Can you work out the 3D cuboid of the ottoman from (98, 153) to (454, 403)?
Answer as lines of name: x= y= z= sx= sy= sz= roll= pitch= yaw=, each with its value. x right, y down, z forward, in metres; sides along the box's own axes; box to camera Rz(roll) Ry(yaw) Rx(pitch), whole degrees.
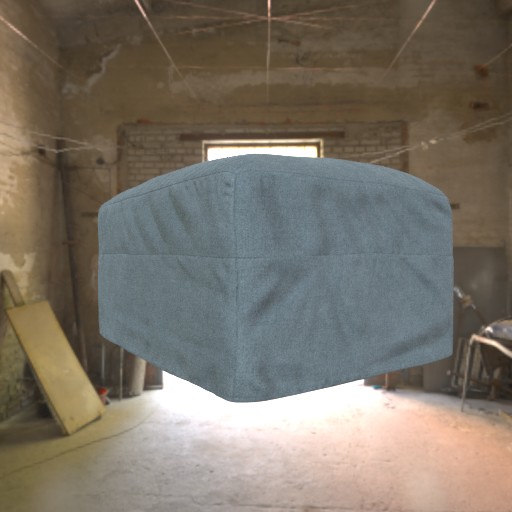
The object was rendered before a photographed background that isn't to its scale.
ottoman: x=0.000 y=0.000 z=1.231 sx=0.683 sy=0.481 sz=0.837 roll=-1 pitch=1 yaw=-35
